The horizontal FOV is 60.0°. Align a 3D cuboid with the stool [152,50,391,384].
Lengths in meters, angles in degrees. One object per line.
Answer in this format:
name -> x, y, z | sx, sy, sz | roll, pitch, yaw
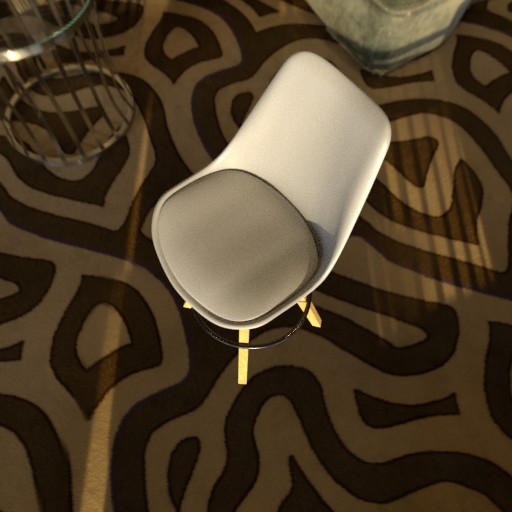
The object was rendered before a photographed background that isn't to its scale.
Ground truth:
stool -> 0.000, 0.000, 1.398 | 0.550, 1.115, 0.485 | -34, 69, -15
